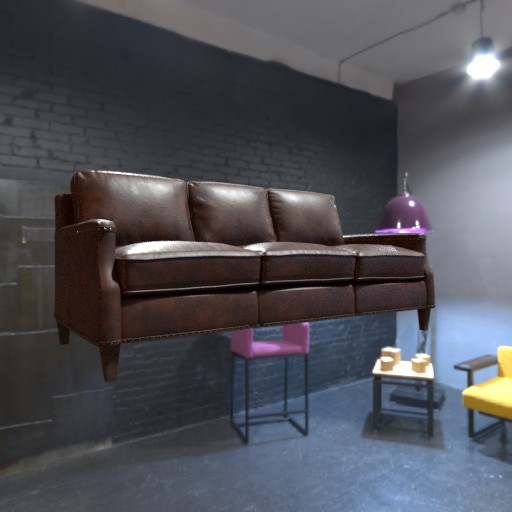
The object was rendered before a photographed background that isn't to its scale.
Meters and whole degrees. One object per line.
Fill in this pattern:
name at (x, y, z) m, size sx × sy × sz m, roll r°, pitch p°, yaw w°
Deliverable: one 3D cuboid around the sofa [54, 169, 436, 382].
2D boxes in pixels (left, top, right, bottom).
sofa at (0.000, 0.000, 2.791) m, size 2.240 × 1.003 × 1.084 m, roll 0°, pitch 0°, yaw -35°
